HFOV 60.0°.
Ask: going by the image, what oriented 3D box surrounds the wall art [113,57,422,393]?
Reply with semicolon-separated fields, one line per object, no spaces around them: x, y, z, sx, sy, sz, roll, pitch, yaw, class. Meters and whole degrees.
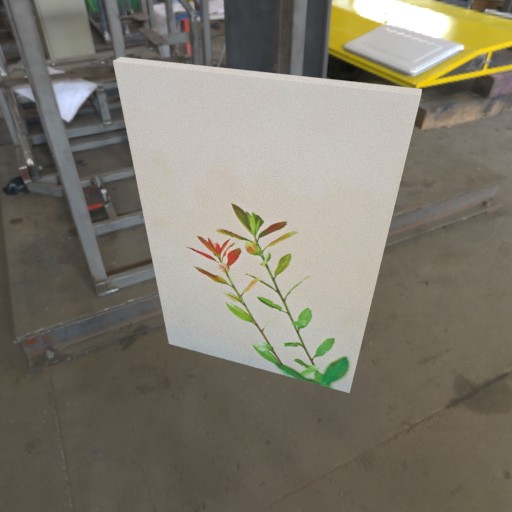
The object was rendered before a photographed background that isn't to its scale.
0.000;0.000;1.432;0.764;1.143;0.038;12;42;14;wall art
